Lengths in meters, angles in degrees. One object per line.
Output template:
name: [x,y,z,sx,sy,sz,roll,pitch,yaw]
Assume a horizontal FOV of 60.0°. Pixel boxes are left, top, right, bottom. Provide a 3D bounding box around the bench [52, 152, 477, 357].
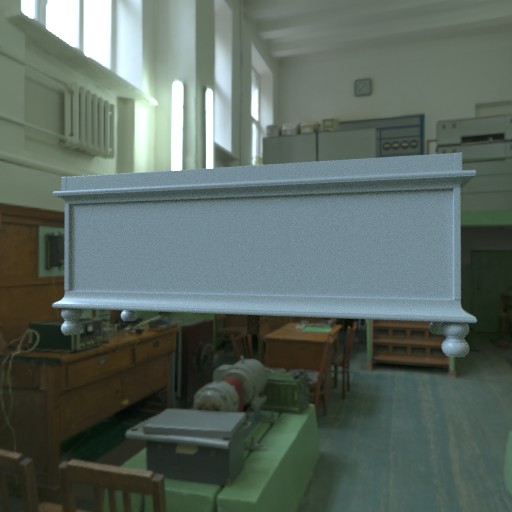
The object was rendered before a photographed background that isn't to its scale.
bench: [0.000,0.000,1.387,1.185,0.486,0.402,0,0,16]
